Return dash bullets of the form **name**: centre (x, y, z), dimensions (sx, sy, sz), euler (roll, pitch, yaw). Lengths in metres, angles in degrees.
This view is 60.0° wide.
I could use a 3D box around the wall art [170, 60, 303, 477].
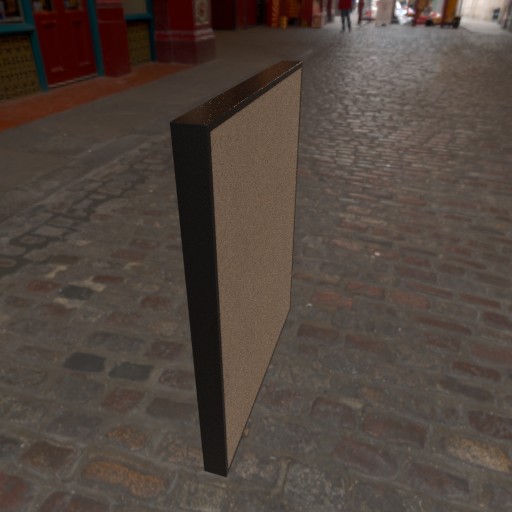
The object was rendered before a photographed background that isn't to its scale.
- **wall art**: centre (0.000, 0.000, 0.745), dimensions (0.038, 0.551, 0.448), euler (9, 32, 14)
